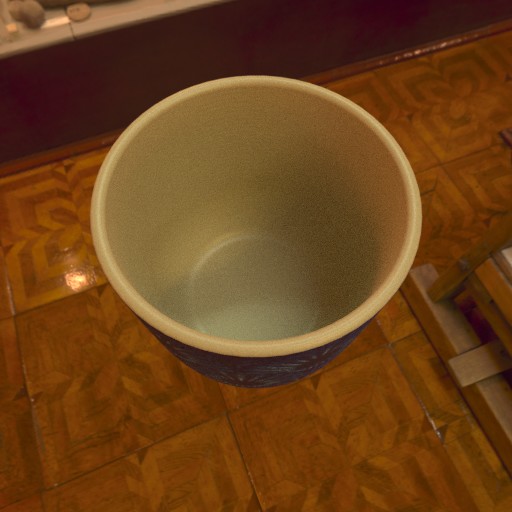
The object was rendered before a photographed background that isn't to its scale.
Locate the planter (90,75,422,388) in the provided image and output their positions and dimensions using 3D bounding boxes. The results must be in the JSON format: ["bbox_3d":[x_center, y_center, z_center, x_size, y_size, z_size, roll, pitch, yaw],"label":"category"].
[{"bbox_3d":[0.000,0.000,0.215,0.124,0.109,0.124,0,64,0],"label":"planter"}]
